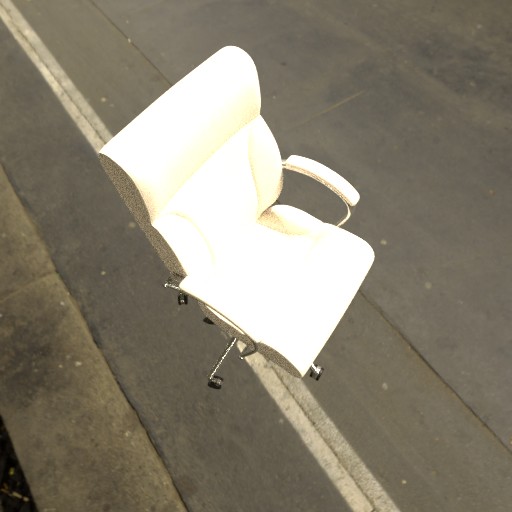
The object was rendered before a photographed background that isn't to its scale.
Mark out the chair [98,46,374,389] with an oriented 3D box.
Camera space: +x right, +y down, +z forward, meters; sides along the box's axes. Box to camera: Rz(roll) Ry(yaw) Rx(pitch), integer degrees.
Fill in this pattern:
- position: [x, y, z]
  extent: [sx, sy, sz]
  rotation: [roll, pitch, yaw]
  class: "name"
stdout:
- position: [0.000, 0.000, 1.569]
  extent: [0.745, 1.099, 0.727]
  rotation: [29, 62, 17]
  class: "chair"
